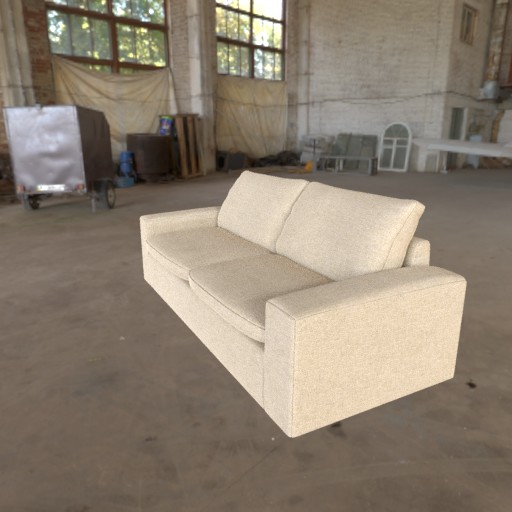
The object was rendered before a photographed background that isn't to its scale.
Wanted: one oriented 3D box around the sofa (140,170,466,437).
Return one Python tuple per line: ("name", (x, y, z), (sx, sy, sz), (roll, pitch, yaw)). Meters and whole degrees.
("sofa", (0.000, 0.000, 2.858), (1.040, 0.922, 2.299), (-8, 18, -27))
